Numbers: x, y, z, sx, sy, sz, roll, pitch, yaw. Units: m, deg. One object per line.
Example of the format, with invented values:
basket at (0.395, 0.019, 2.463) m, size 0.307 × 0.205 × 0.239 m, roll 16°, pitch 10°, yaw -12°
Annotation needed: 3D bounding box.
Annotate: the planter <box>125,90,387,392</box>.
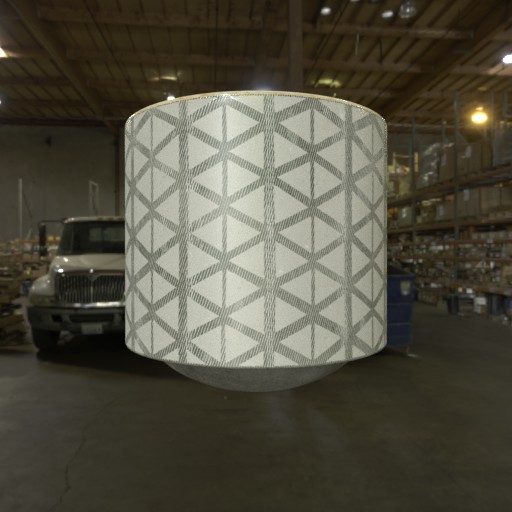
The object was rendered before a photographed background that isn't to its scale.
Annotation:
planter at (0.000, 0.000, 0.335) m, size 0.190 × 0.181 × 0.190 m, roll 0°, pitch 1°, yaw 0°
